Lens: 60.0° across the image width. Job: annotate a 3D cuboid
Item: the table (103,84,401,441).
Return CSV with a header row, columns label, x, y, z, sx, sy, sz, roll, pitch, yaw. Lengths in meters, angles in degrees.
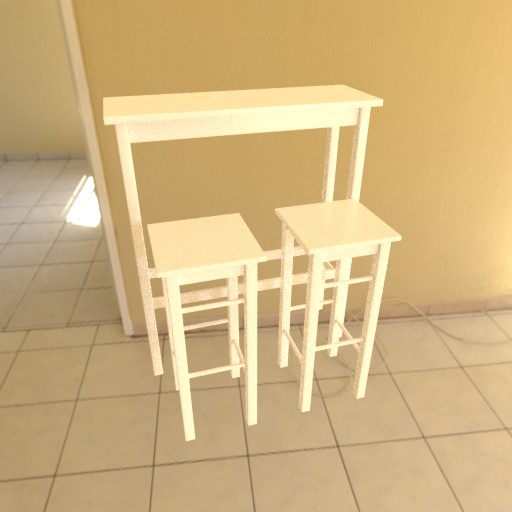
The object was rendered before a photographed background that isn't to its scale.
label,x,y,z,sx,sy,sz,roll,pitch,yaw
table,0.000,0.000,1.652,0.915,1.065,0.650,-9,31,-14
